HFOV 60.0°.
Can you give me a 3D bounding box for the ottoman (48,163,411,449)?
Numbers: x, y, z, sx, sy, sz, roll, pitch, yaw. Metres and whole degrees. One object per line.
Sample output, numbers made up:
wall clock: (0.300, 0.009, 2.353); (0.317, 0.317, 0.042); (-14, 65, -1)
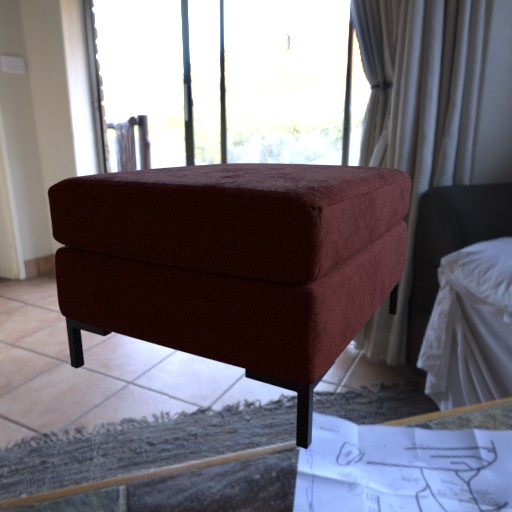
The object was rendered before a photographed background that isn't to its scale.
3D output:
ottoman: (0.000, 0.000, 1.175); (0.650, 0.462, 0.782); (8, 17, 28)
